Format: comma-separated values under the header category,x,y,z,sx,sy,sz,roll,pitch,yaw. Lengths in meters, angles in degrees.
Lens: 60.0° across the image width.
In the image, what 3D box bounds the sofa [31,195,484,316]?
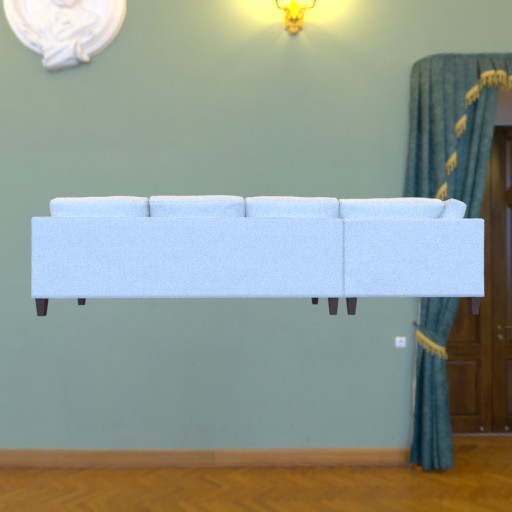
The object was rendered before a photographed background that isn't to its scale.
category,x,y,z,sx,sy,sz,roll,pitch,yaw
sofa,0.000,0.000,4.284,3.182,0.863,2.432,0,-1,-2
